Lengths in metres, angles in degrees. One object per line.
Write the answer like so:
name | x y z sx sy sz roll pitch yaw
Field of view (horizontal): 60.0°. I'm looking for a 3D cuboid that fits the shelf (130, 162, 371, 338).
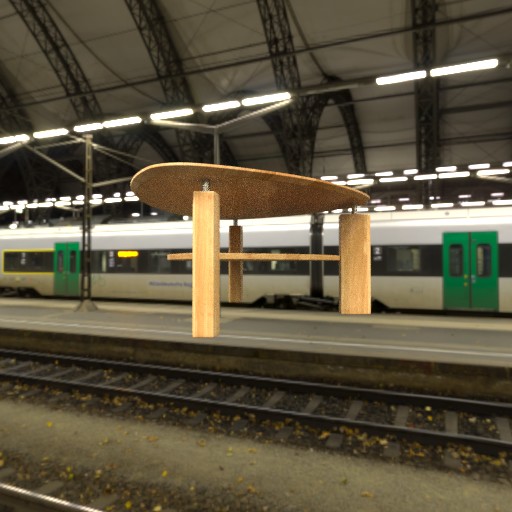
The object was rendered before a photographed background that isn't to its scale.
shelf | 0.000 0.000 1.700 0.863 0.439 1.240 0 -1 2
